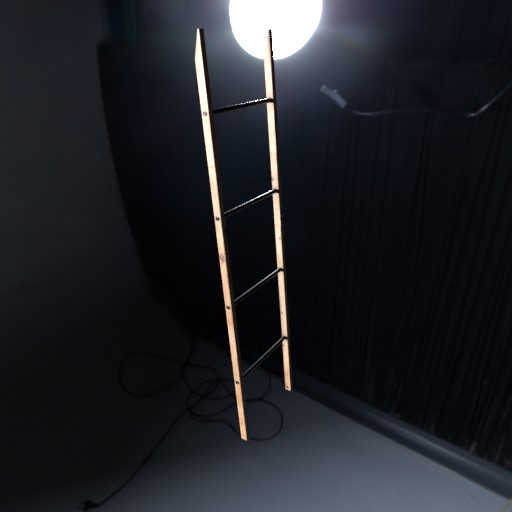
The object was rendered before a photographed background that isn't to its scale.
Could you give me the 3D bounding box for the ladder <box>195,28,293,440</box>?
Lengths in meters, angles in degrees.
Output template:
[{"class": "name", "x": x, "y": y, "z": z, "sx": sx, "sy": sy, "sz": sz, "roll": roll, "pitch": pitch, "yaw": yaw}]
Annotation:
[{"class": "ladder", "x": 0.000, "y": 0.000, "z": 1.978, "sx": 0.200, "sy": 1.805, "sz": 0.442, "roll": 18, "pitch": 32, "yaw": 31}]
